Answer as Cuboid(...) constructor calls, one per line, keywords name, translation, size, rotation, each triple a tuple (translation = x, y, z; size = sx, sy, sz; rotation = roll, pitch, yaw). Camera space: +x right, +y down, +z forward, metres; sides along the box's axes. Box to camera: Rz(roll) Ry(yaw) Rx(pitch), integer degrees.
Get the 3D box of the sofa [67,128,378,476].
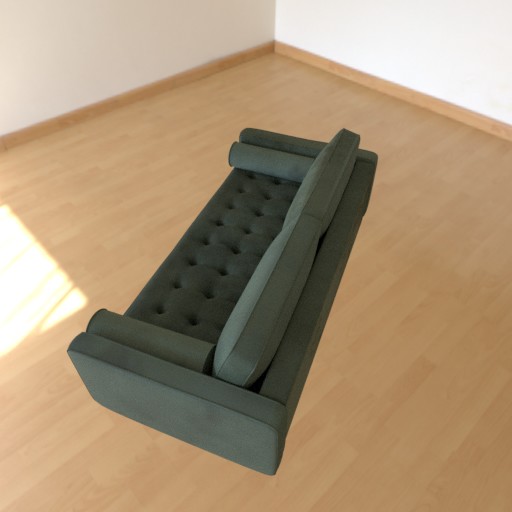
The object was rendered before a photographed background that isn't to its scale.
Cuboid(name="sofa", translation=(0.000, 0.000, 2.358), size=(0.916, 0.772, 1.880), rotation=(16, 47, 15))
